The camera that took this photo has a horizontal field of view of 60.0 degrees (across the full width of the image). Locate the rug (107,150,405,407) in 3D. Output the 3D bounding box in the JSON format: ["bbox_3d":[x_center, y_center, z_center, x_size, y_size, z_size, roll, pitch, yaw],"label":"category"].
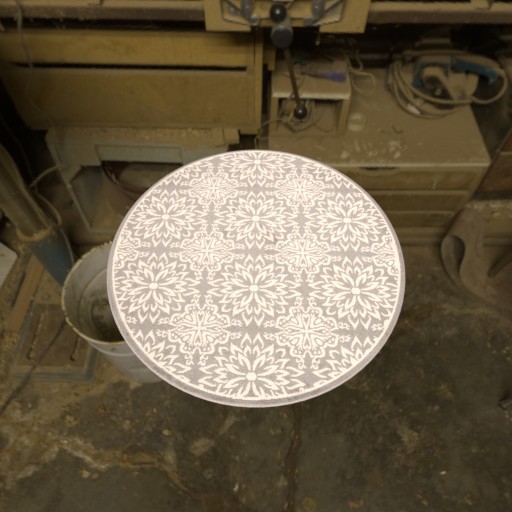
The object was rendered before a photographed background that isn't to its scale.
[{"bbox_3d":[0.000,0.000,2.401,1.593,0.012,1.593,0,58,0],"label":"rug"}]
